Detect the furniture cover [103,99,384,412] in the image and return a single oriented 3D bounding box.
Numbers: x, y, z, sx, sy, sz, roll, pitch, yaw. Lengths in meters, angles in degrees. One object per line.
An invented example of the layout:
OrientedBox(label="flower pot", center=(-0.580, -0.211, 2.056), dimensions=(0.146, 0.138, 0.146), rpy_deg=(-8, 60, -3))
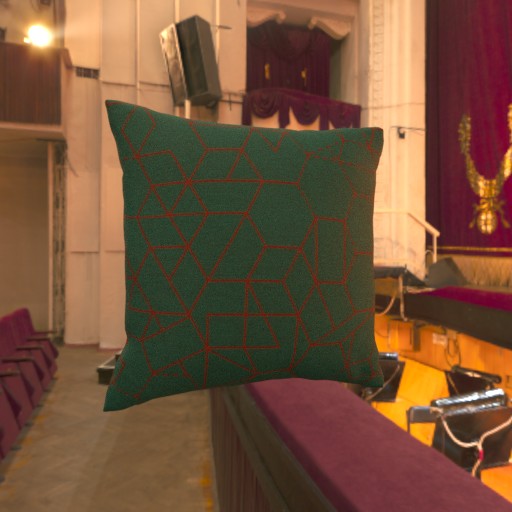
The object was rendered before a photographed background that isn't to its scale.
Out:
OrientedBox(label="furniture cover", center=(0.000, 0.000, 0.794), dimensions=(0.517, 0.508, 0.158), rpy_deg=(0, 0, -17))
